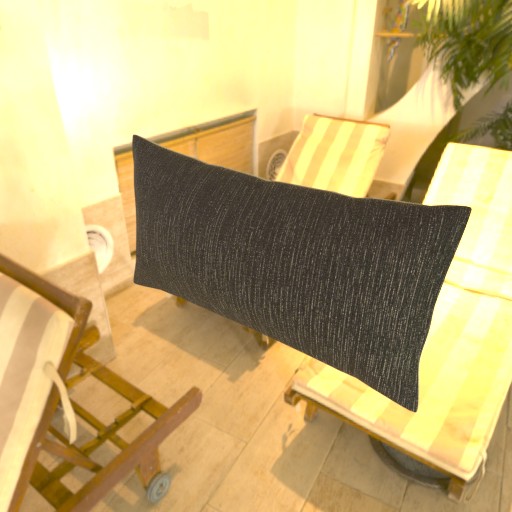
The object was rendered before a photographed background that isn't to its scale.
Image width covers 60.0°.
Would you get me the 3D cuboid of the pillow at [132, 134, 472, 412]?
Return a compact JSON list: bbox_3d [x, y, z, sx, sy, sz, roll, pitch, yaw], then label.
[{"bbox_3d":[0.000,0.000,0.741,0.608,0.305,0.156,19,35,30],"label":"pillow"}]
